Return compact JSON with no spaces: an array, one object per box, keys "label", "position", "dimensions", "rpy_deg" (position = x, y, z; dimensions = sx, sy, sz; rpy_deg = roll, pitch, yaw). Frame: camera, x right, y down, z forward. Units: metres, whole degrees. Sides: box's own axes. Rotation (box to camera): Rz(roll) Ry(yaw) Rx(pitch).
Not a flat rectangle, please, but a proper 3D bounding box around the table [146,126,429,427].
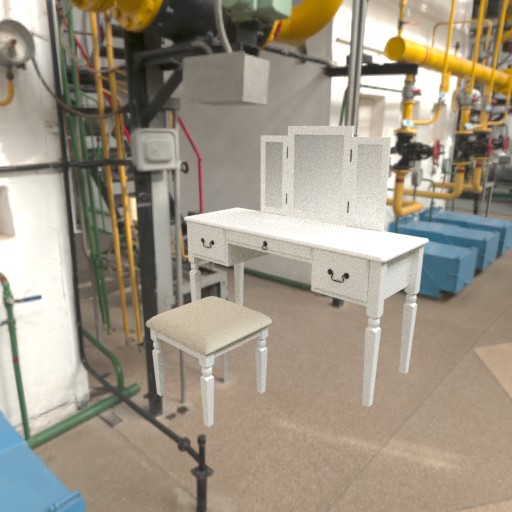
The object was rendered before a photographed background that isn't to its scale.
[{"label":"table","position":[0.000,0.000,2.321],"dimensions":[1.369,1.310,1.115],"rpy_deg":[14,21,40]}]
